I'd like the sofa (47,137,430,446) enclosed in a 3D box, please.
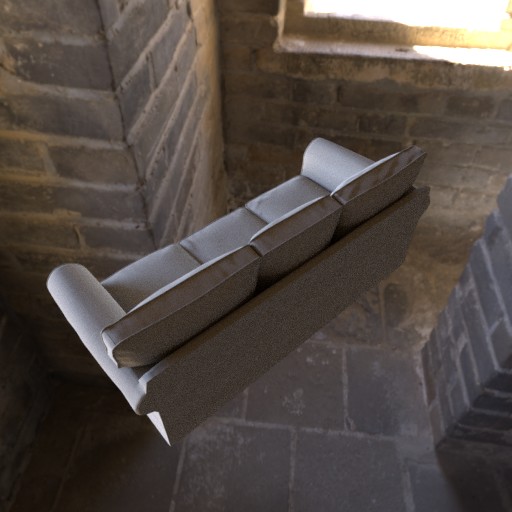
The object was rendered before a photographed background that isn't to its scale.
[{"bbox_3d":[0.000,0.000,2.586,2.084,0.961,0.916,-32,53,-28],"label":"sofa"}]
